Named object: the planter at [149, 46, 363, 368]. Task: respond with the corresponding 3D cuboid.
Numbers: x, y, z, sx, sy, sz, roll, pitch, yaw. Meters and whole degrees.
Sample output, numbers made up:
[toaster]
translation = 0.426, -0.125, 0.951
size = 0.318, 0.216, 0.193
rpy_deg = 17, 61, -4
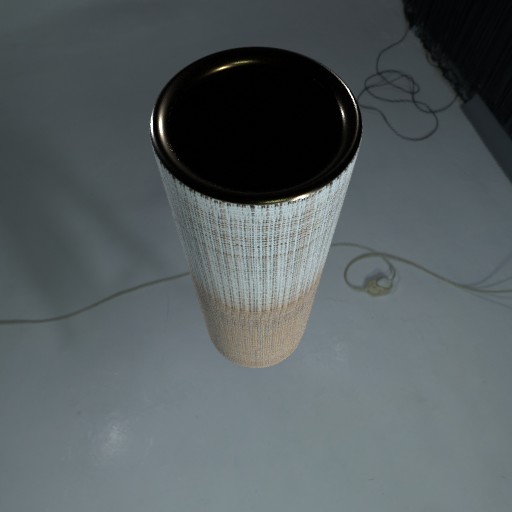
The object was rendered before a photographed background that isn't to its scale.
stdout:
[planter]
translation = 0.000, 0.000, 0.326
size = 0.099, 0.278, 0.099
rpy_deg = -17, 63, -9
